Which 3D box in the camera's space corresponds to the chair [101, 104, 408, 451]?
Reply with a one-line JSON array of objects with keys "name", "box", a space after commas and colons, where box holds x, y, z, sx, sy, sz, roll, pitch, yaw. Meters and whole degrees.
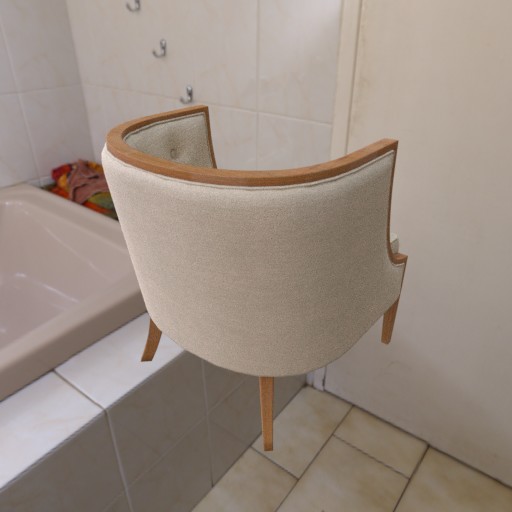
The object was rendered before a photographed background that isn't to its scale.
[{"name": "chair", "box": [0.000, 0.000, 1.360, 0.711, 0.775, 0.757, 22, 37, 34]}]
